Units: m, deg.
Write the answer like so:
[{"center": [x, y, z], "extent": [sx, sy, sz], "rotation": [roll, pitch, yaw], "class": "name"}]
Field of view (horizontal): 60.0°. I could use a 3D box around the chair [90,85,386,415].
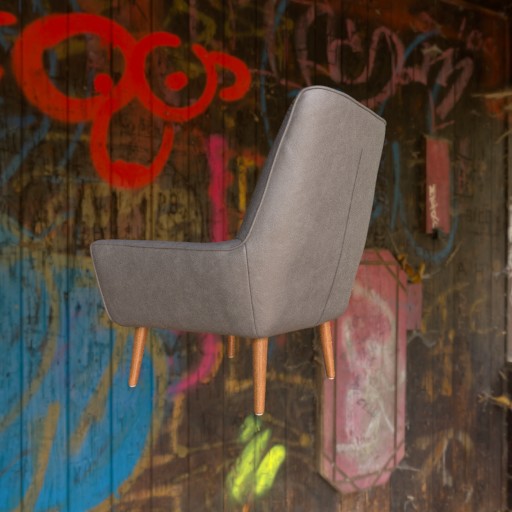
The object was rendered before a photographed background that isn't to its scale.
[{"center": [0.000, 0.000, 1.526], "extent": [0.822, 0.888, 0.787], "rotation": [0, 0, 36], "class": "chair"}]
